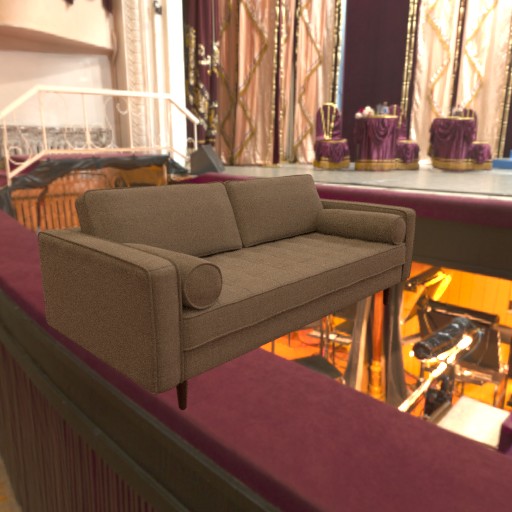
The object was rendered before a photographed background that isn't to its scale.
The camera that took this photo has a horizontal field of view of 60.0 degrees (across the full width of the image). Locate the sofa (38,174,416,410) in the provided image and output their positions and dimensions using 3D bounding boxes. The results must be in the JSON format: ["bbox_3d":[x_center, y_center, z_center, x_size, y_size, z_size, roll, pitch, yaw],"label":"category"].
[{"bbox_3d":[0.000,0.000,2.323,0.914,0.762,1.879,13,19,42],"label":"sofa"}]
